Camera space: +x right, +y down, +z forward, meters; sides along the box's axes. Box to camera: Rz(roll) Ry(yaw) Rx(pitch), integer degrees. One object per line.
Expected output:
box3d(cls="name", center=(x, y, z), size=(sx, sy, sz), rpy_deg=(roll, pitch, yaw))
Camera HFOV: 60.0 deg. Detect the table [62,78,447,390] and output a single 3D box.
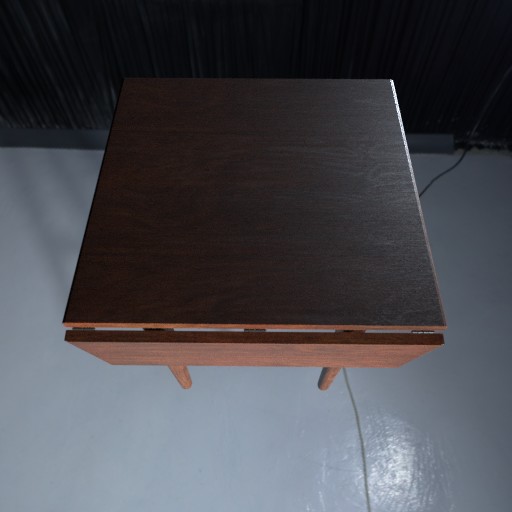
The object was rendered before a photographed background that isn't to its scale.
box3d(cls="table", center=(0.000, 0.000, 1.457), size=(0.812, 0.763, 0.843), rpy_deg=(0, 59, 0))
